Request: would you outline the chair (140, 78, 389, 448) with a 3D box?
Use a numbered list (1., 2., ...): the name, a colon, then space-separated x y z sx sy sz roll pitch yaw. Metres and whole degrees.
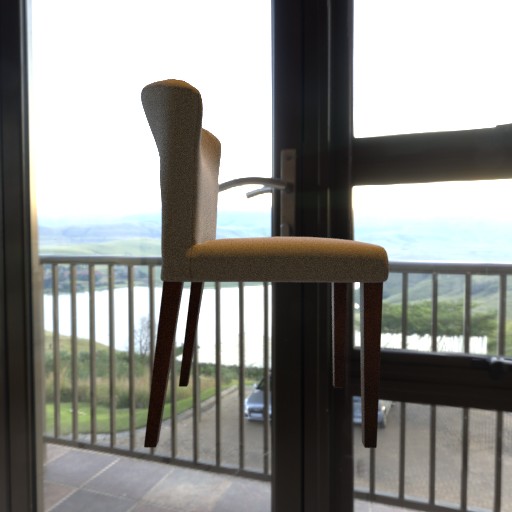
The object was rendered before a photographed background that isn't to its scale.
1. chair: 0.000 0.000 1.189 0.592 0.839 0.491 0 2 1
